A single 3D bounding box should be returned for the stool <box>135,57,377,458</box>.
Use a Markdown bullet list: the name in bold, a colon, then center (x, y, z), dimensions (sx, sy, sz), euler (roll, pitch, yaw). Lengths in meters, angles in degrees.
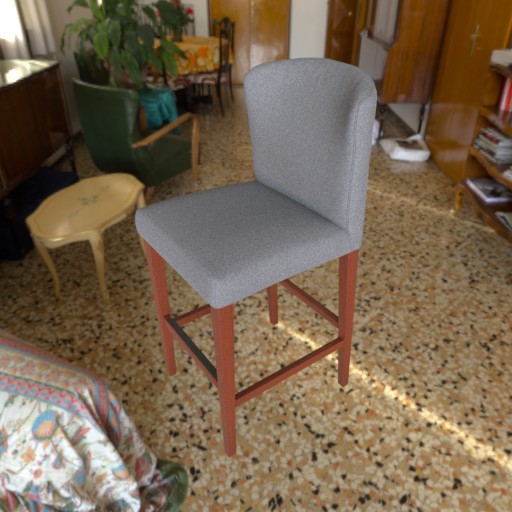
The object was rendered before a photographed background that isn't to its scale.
- **stool**: center (0.000, 0.000, 1.363), dimensions (0.568, 1.069, 0.481), euler (-21, 38, -29)
